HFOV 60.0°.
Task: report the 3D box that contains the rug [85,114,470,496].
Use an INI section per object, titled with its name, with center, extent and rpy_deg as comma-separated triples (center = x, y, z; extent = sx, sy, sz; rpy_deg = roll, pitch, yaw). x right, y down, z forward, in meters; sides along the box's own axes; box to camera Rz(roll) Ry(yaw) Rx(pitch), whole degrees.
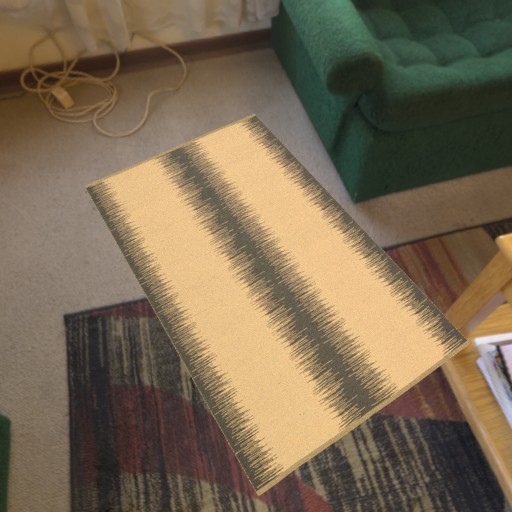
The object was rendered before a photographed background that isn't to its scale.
[rug]
center = 0.000, 0.000, 3.010
extent = 1.519, 0.003, 2.453
rpy_deg = -28, 62, -17
